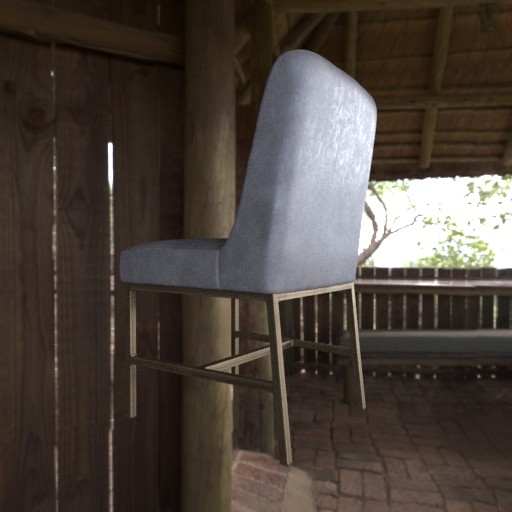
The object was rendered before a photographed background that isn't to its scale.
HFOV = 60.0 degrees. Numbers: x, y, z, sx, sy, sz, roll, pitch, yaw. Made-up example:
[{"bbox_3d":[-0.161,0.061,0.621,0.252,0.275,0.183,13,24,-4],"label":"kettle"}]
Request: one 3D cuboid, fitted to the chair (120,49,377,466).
[{"bbox_3d":[0.000,0.000,1.253,0.587,0.889,0.508,1,1,36],"label":"chair"}]
